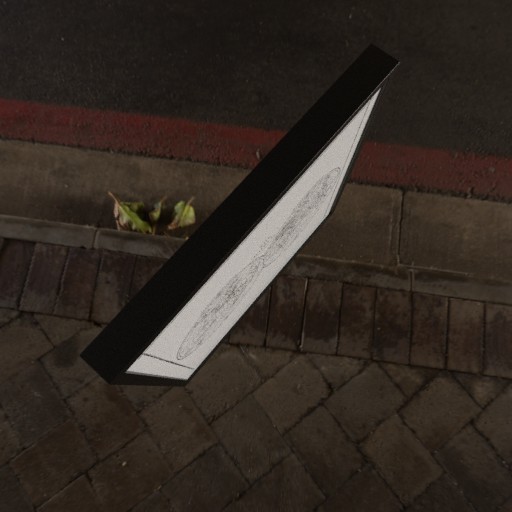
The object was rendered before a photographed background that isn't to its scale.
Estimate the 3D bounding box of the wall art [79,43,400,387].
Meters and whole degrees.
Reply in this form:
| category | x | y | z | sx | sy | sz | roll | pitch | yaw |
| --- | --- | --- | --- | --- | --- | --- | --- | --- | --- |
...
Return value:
| category | x | y | z | sx | sy | sz | roll | pitch | yaw |
| --- | --- | --- | --- | --- | --- | --- | --- | --- | --- |
| wall art | 0.000 | 0.000 | 0.476 | 0.029 | 0.318 | 0.327 | 39 | 77 | 11 |
